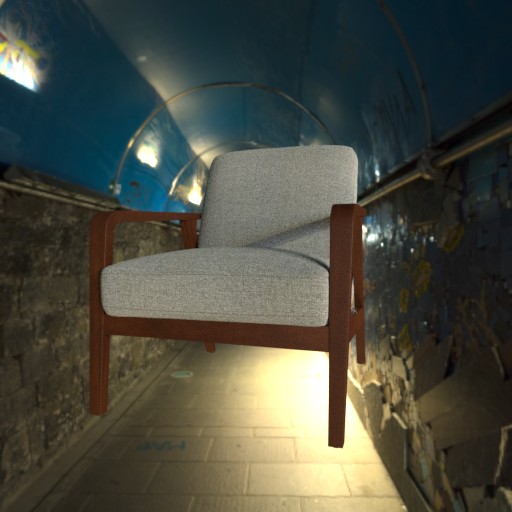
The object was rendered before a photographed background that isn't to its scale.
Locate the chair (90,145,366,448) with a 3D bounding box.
[{"bbox_3d":[0.000,0.000,1.470,0.704,0.847,0.858,0,1,18],"label":"chair"}]
